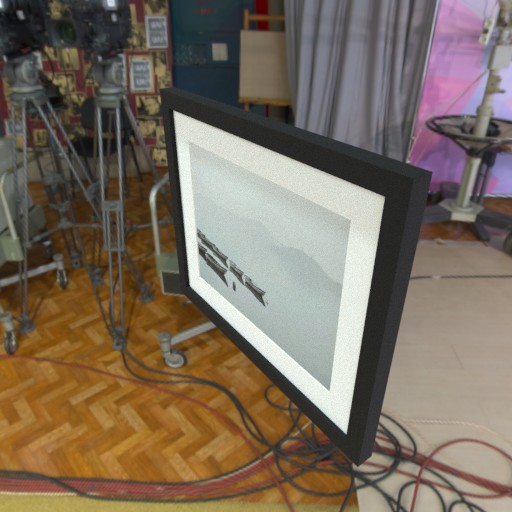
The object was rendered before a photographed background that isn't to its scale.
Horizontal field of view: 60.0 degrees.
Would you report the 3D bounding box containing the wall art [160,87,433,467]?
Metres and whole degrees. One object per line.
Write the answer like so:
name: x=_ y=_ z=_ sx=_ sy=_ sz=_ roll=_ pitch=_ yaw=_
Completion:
wall art: x=0.000 y=0.000 z=0.742 sx=0.030 sy=0.454 sz=0.554 roll=-21 pitch=37 yaw=-30
